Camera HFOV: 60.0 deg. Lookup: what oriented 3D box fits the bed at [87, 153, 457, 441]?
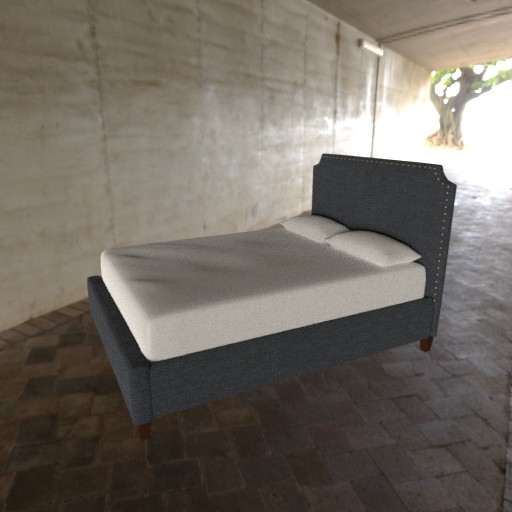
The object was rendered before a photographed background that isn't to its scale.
[{"bbox_3d":[0.000,0.000,3.492,2.372,1.443,1.713,-8,19,-26],"label":"bed"}]
